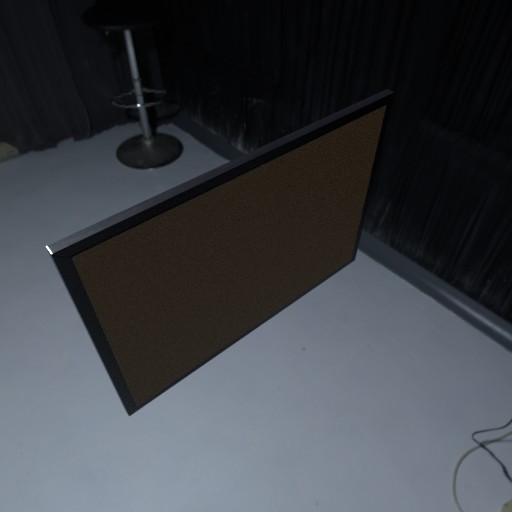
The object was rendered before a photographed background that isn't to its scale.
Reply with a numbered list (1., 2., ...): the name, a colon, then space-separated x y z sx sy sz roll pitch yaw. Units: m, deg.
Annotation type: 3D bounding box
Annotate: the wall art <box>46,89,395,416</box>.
1. wall art: 0.000 0.000 0.570 0.440 0.306 0.013 -31 54 -26
